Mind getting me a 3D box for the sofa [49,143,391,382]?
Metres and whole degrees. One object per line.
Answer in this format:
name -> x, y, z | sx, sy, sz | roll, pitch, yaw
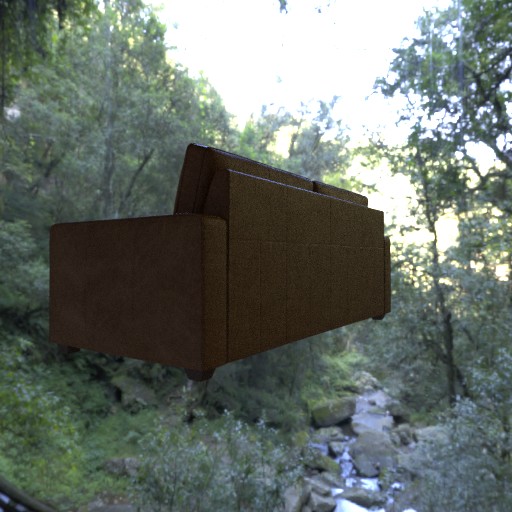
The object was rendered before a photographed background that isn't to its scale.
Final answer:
sofa -> 0.000, 0.000, 2.699 | 0.991, 0.928, 2.156 | 0, 0, 35
